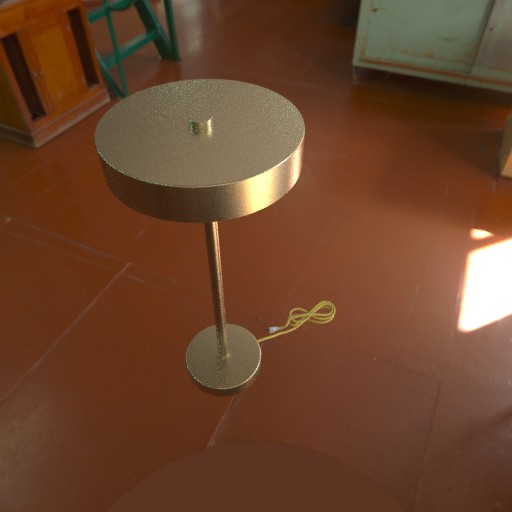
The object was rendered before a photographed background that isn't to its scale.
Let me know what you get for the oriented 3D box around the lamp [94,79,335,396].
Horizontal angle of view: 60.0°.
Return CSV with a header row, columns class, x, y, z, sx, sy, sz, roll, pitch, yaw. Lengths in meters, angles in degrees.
class,x,y,z,sx,sy,sz,roll,pitch,yaw
lamp,0.000,0.000,0.689,0.369,0.508,0.229,-23,50,-21
